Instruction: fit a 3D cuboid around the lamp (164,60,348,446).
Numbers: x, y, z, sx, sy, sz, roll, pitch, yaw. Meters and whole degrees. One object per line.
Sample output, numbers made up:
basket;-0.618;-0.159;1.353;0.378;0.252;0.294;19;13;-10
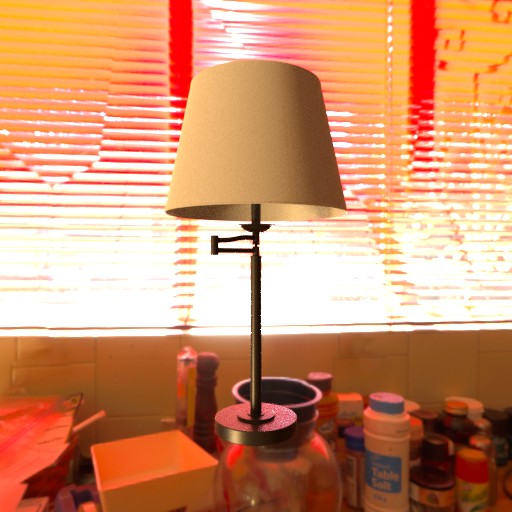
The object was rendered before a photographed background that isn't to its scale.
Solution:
lamp;0.000;0.000;0.892;0.363;0.696;0.363;0;0;0
